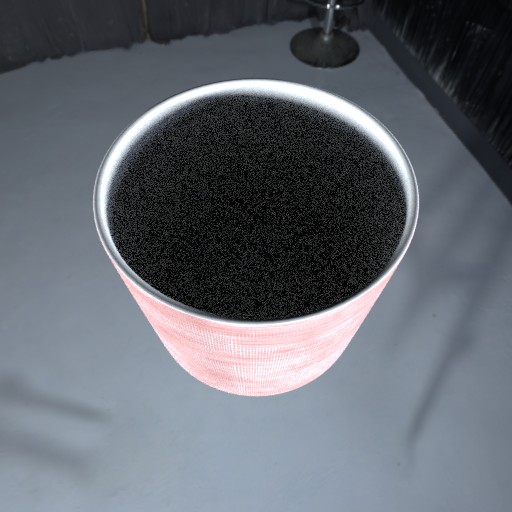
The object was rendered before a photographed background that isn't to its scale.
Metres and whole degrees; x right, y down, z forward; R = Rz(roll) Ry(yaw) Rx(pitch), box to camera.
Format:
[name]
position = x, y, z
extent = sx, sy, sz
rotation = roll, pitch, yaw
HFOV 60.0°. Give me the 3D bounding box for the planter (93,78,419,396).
[planter]
position = 0.000, 0.000, 0.775
extent = 0.440, 0.398, 0.440
rotation = 0, 57, 0
